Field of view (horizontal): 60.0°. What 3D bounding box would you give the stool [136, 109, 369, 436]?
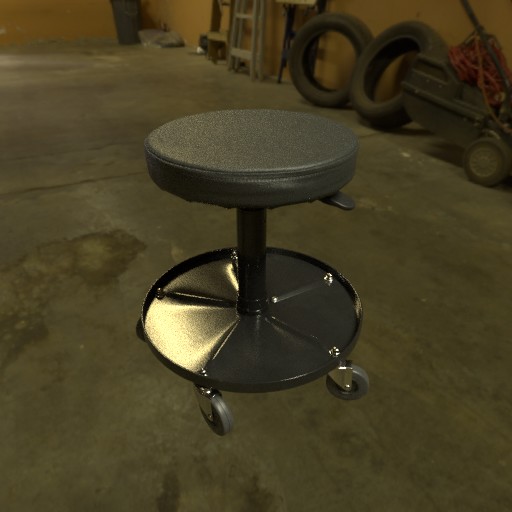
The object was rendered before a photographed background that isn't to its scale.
[{"bbox_3d":[0.000,0.000,0.658,0.382,0.365,0.381,10,33,16],"label":"stool"}]
